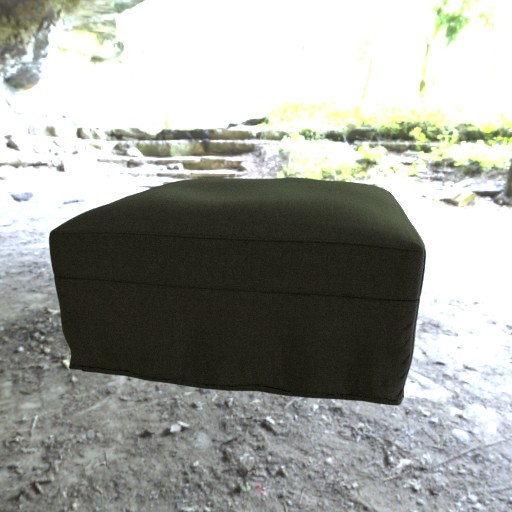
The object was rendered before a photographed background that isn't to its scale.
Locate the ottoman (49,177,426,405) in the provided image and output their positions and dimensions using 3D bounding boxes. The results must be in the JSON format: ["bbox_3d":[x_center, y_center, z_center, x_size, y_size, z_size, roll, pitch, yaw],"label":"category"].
[{"bbox_3d":[0.000,0.000,1.355,0.843,0.436,0.840,3,17,10],"label":"ottoman"}]
